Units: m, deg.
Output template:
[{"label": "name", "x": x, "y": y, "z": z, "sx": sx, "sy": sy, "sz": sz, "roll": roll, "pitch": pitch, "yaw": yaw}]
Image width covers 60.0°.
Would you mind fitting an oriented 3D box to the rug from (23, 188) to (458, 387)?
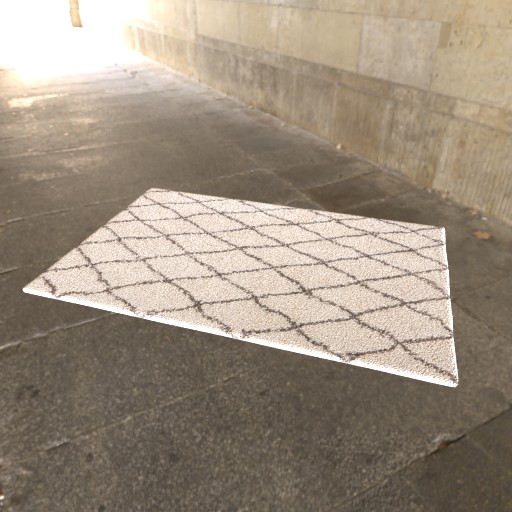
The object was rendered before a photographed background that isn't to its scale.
[{"label": "rug", "x": 0.000, "y": 0.000, "z": 3.342, "sx": 2.743, "sy": 0.030, "sz": 1.778, "roll": 10, "pitch": 33, "yaw": 15}]
